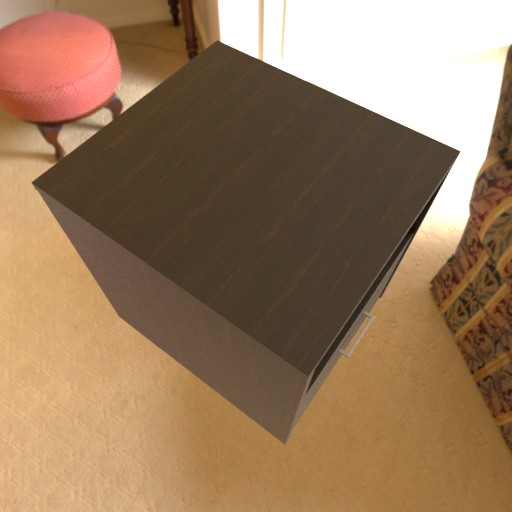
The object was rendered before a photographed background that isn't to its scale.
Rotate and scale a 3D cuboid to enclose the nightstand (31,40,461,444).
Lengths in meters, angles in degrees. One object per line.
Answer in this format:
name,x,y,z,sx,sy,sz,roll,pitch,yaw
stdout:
nightstand,0.000,0.000,0.808,0.461,0.460,0.400,32,64,18
